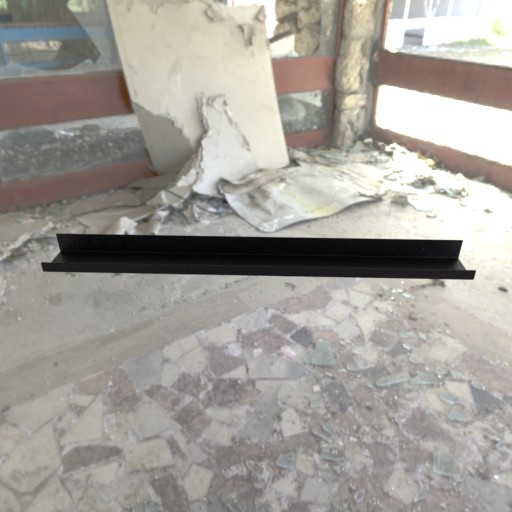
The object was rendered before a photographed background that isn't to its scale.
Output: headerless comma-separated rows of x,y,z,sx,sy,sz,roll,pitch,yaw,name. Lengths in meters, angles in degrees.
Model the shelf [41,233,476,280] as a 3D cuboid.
0.000,0.000,0.979,0.924,0.049,0.092,1,30,2,shelf
